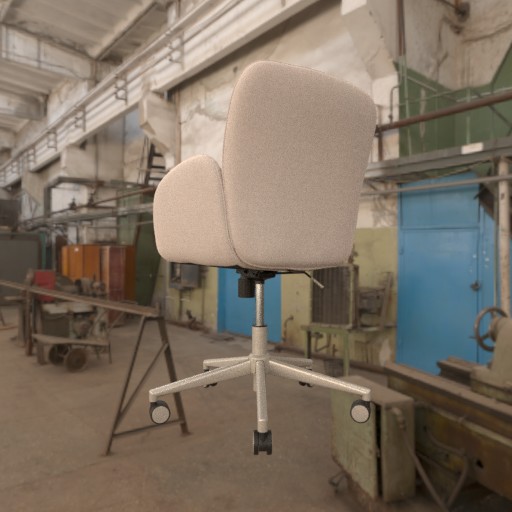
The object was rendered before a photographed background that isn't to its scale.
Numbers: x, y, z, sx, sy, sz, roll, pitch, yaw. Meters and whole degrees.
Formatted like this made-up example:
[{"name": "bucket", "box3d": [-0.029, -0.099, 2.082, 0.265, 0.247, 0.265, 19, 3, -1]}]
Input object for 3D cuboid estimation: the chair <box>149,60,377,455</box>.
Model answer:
[{"name": "chair", "box3d": [0.000, 0.000, 1.395, 0.648, 0.959, 0.633, 0, 0, -37]}]
